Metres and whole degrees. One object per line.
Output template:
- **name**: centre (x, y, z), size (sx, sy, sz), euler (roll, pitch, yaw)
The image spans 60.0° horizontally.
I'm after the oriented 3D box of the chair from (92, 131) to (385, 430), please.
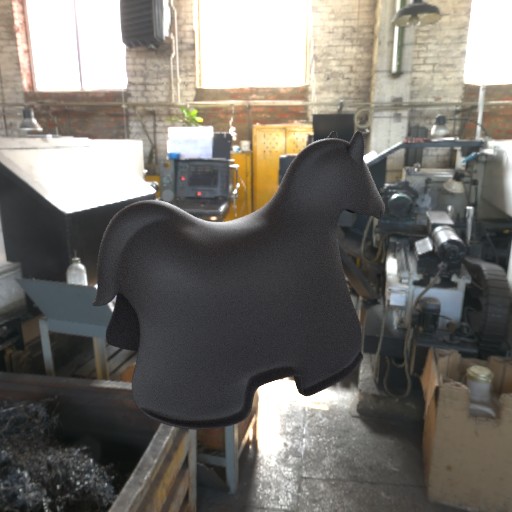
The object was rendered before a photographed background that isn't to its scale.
- **chair**: centre (0.000, 0.000, 1.123), size (0.800, 0.612, 0.429), euler (-8, 17, -27)
